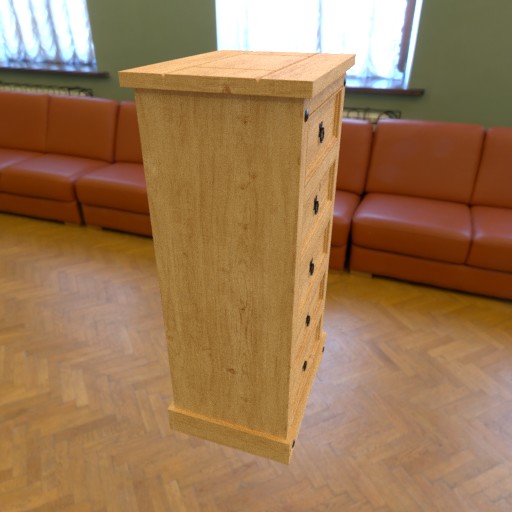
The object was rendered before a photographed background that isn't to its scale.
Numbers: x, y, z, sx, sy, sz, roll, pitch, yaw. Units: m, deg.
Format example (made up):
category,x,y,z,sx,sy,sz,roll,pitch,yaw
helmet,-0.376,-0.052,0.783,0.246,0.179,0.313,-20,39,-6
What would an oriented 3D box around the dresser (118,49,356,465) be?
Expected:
category,x,y,z,sx,sy,sz,roll,pitch,yaw
dresser,0.000,0.000,1.288,0.390,1.041,0.531,10,31,17
